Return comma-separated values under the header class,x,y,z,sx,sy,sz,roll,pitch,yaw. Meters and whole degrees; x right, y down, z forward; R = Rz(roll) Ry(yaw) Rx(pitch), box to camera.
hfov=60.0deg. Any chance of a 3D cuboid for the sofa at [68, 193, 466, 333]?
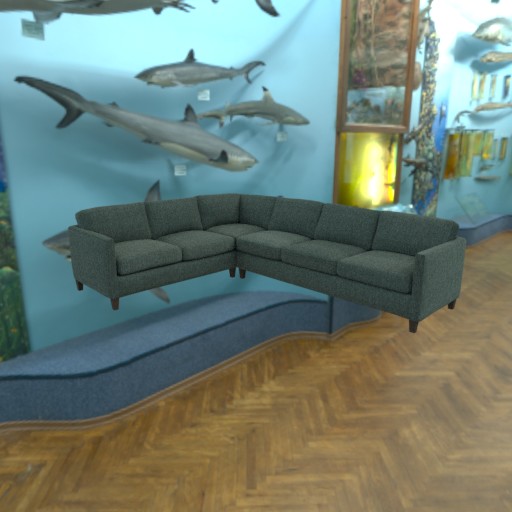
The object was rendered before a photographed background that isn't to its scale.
class,x,y,z,sx,sy,sz,roll,pitch,yaw
sofa,0.000,0.000,4.593,2.593,0.947,3.302,-14,20,-43
